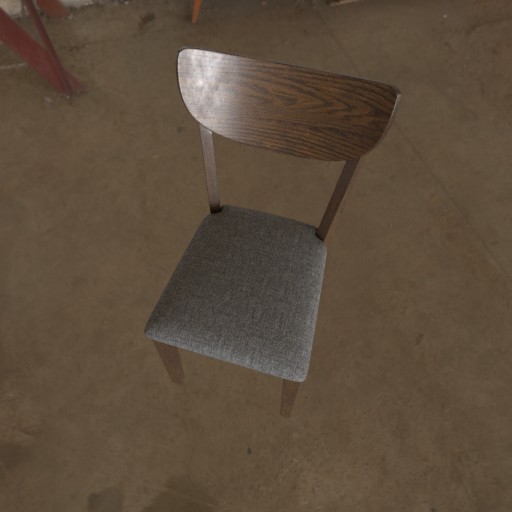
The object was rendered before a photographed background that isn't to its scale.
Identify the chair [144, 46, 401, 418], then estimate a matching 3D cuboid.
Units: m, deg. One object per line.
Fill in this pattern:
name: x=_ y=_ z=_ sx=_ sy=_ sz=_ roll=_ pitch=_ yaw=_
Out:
chair: x=0.000 y=0.000 z=1.184 sx=0.491 sy=0.849 sz=0.583 roll=14 pitch=60 yaw=8
